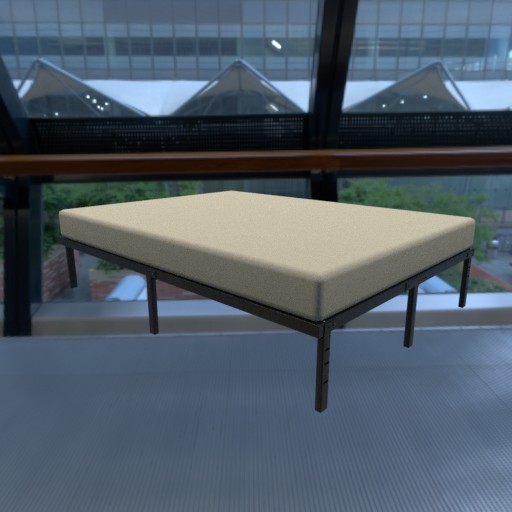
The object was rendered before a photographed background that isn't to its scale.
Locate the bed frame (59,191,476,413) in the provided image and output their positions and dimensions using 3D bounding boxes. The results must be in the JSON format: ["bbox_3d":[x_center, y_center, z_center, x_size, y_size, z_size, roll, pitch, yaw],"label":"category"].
[{"bbox_3d":[0.000,0.000,3.513,2.635,0.680,1.990,14,20,42],"label":"bed frame"}]
